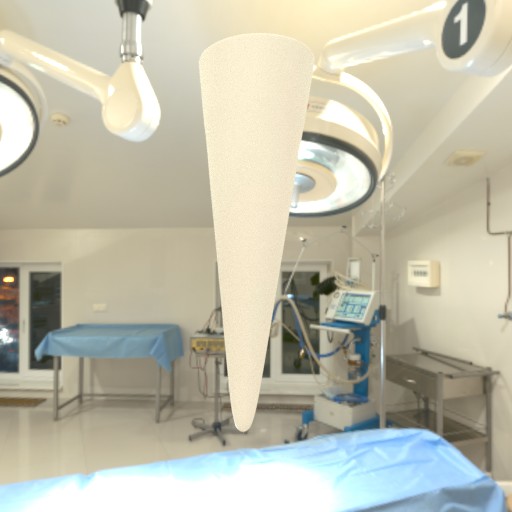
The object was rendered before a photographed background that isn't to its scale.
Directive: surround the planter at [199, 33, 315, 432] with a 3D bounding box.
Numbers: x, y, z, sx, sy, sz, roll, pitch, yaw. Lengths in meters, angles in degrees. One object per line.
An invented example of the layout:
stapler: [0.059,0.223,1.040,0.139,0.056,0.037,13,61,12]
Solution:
planter: [0.000,0.000,0.223,0.057,0.193,0.064,0,-1,-17]
